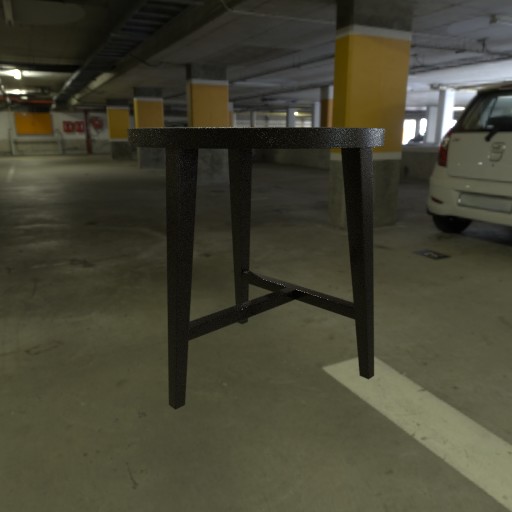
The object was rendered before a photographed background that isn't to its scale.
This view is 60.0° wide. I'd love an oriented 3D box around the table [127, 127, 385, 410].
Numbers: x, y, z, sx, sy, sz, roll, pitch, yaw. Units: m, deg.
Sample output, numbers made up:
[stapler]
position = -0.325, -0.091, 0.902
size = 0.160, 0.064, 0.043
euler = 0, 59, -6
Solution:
[table]
position = 0.000, 0.000, 0.963
size = 0.500, 0.531, 0.500
euler = 0, 15, 0
